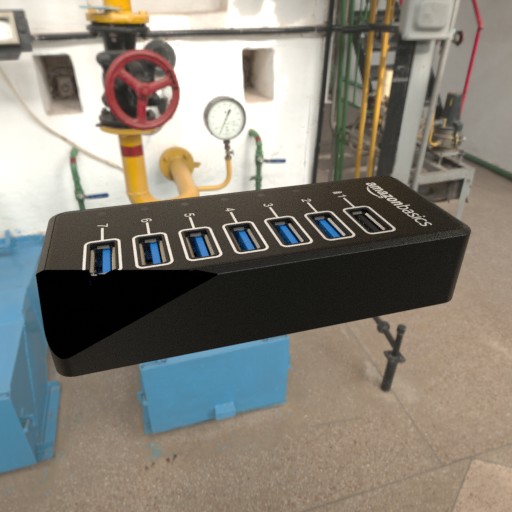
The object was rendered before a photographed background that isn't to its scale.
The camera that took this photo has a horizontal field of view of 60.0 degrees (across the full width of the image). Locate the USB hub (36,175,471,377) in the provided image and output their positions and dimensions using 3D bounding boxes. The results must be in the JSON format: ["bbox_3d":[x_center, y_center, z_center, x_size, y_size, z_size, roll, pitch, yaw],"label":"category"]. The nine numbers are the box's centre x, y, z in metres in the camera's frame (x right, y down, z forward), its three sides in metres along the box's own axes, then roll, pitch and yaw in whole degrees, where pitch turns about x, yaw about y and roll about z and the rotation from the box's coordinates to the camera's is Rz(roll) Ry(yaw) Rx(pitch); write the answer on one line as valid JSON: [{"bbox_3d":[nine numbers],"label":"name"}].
[{"bbox_3d":[0.000,0.000,0.127,0.110,0.023,0.044,-9,32,-14],"label":"USB hub"}]
